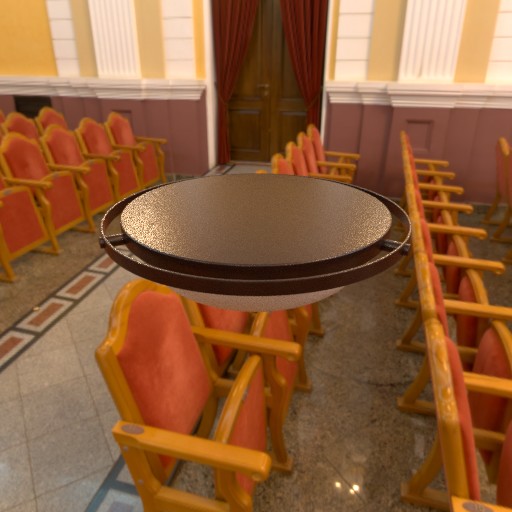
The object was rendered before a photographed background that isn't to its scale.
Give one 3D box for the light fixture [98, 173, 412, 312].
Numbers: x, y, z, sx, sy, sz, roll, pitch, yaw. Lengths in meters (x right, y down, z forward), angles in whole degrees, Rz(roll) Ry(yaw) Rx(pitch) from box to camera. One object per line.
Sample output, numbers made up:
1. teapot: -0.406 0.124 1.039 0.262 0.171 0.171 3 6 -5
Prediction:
1. light fixture: 0.000 0.000 0.563 0.361 0.130 0.361 0 25 0
